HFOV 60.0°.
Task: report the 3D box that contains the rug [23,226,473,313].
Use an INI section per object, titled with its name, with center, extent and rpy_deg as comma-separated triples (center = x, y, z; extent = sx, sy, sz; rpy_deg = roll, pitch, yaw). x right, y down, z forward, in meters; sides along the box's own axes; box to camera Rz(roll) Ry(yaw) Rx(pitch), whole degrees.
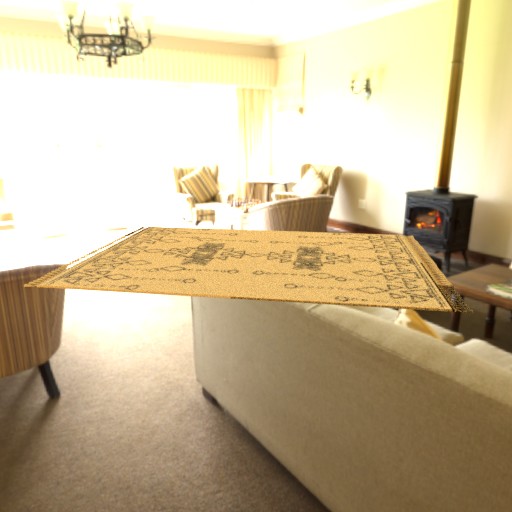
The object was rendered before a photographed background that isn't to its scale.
[rug]
center = 0.000, 0.000, 2.999
extent = 2.312, 0.013, 1.600
rpy_deg = 2, 16, 9
